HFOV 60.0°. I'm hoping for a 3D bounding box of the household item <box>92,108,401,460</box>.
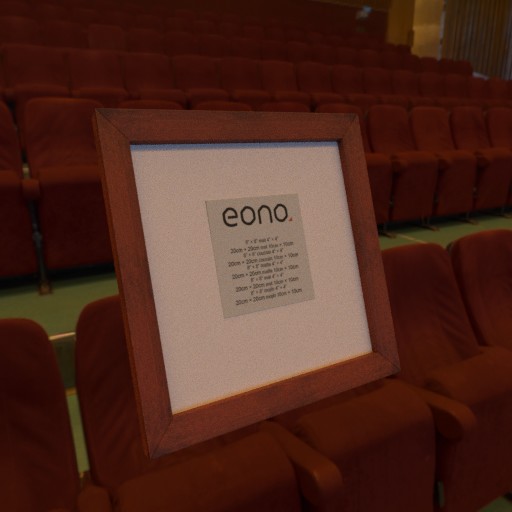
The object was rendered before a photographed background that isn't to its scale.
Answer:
[{"bbox_3d":[0.000,0.000,0.385,0.240,0.240,0.131,-9,18,-28],"label":"household item"}]
